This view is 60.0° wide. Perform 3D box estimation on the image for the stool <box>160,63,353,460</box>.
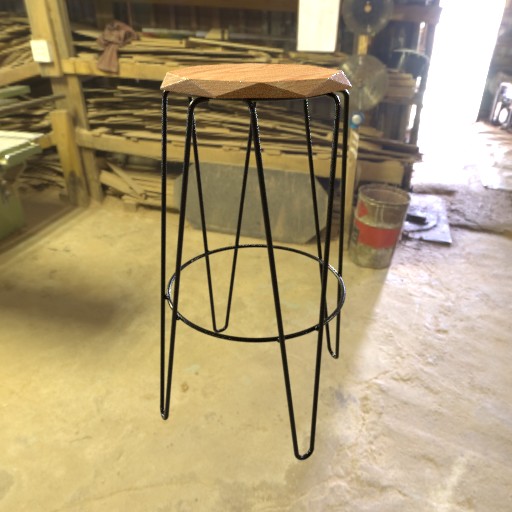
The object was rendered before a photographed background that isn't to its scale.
[{"bbox_3d":[0.000,0.000,0.788,0.326,0.610,0.326,9,30,17],"label":"stool"}]
